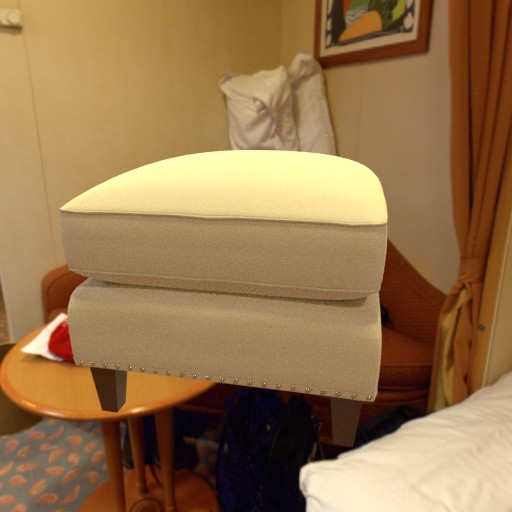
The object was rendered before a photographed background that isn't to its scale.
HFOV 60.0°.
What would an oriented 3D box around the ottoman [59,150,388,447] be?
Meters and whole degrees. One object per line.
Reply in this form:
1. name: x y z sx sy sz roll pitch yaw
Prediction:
1. ottoman: 0.000 0.000 1.114 0.584 0.513 0.741 4 17 12
